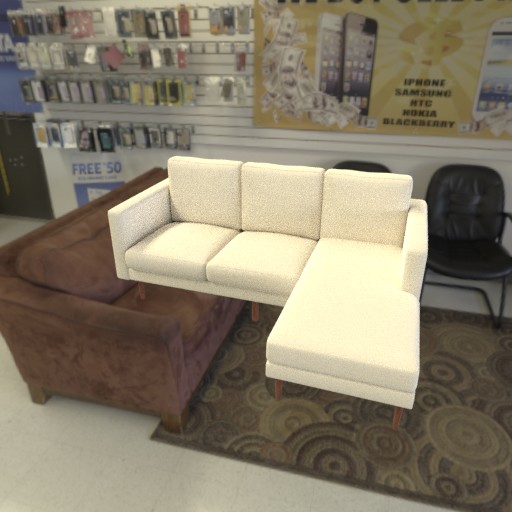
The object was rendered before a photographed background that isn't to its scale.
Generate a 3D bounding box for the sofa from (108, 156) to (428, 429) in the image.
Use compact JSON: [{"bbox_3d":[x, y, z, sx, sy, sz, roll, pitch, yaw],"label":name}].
[{"bbox_3d":[0.000,0.000,2.853,2.029,0.899,1.580,8,27,17],"label":"sofa"}]
